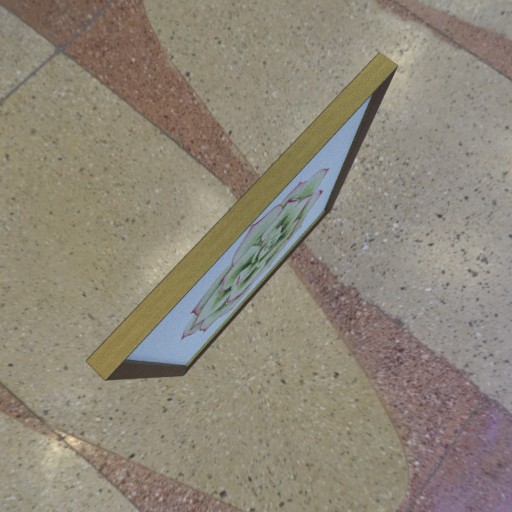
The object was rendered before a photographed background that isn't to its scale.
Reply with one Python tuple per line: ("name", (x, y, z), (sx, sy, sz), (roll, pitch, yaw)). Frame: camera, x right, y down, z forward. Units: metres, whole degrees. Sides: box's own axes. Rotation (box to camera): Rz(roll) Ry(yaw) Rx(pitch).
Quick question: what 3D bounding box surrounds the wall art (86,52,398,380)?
("wall art", (0.000, 0.000, 0.750), (0.031, 0.506, 0.503), (40, 79, 10))
